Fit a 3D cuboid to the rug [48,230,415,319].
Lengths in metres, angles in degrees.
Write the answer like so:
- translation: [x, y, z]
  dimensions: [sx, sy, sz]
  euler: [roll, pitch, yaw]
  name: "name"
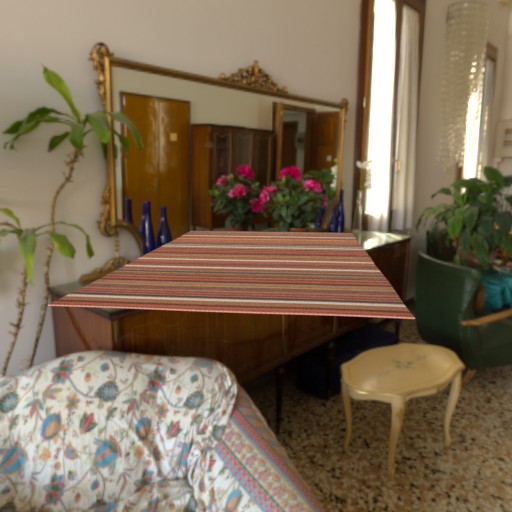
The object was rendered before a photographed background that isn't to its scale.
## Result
- translation: [0.000, 0.000, 2.998]
  dimensions: [1.523, 0.008, 2.438]
  euler: [1, 11, 6]
  name: "rug"
